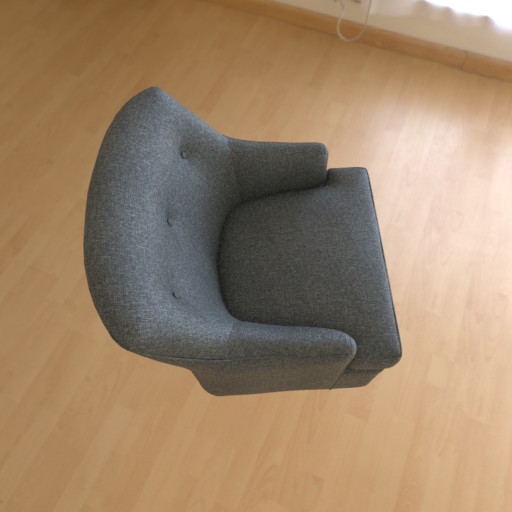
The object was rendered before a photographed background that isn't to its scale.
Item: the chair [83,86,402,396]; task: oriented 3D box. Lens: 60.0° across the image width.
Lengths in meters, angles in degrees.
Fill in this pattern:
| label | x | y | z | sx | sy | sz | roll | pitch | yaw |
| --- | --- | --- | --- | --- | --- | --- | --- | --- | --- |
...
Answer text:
| label | x | y | z | sx | sy | sz | roll | pitch | yaw |
| --- | --- | --- | --- | --- | --- | --- | --- | --- | --- |
| chair | 0.000 | 0.000 | 1.556 | 0.923 | 0.856 | 0.864 | -2 | 62 | -1 |
